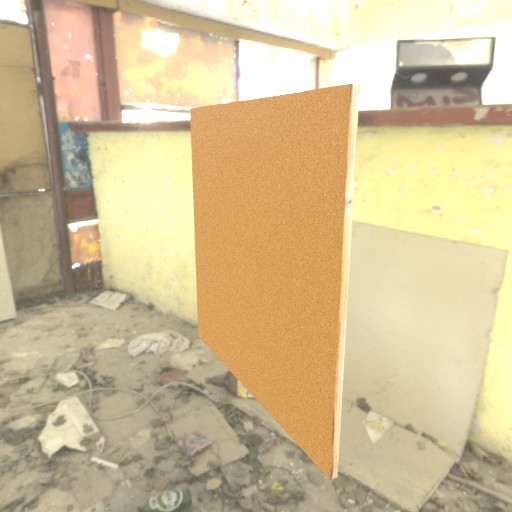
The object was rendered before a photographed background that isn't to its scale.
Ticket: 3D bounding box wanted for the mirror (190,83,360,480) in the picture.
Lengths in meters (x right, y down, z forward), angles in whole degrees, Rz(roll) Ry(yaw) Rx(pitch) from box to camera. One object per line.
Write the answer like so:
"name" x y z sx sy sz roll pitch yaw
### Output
"mirror" 0.000 0.000 1.211 0.061 0.804 0.804 -8 17 -27
